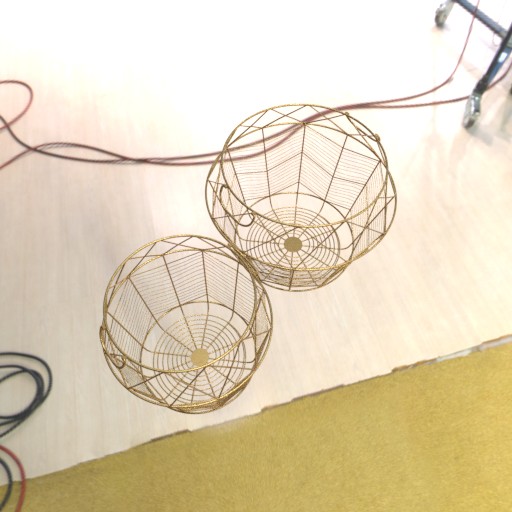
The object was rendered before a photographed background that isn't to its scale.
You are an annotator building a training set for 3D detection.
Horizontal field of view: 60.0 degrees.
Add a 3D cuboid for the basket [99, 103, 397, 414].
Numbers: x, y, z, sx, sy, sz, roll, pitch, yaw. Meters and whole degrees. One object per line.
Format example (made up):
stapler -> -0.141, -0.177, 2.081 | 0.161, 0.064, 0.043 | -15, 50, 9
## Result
basket -> 0.000, 0.000, 1.037 | 0.451, 0.343, 0.805 | 32, 63, 18
